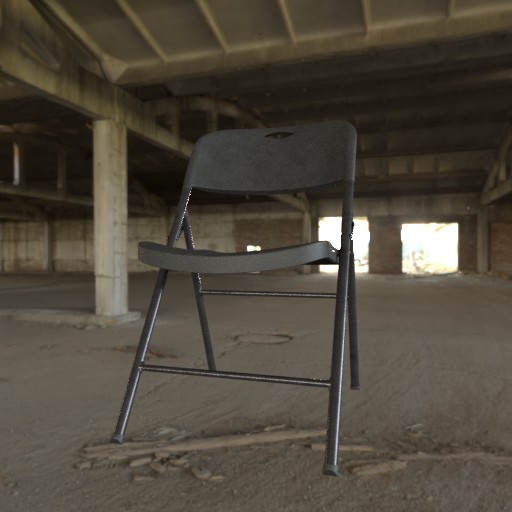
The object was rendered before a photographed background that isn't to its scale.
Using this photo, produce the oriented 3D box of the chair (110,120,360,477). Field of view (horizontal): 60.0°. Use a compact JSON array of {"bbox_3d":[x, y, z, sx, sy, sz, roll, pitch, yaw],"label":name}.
[{"bbox_3d":[0.000,0.000,1.150,0.494,0.810,0.567,0,1,17],"label":"chair"}]
